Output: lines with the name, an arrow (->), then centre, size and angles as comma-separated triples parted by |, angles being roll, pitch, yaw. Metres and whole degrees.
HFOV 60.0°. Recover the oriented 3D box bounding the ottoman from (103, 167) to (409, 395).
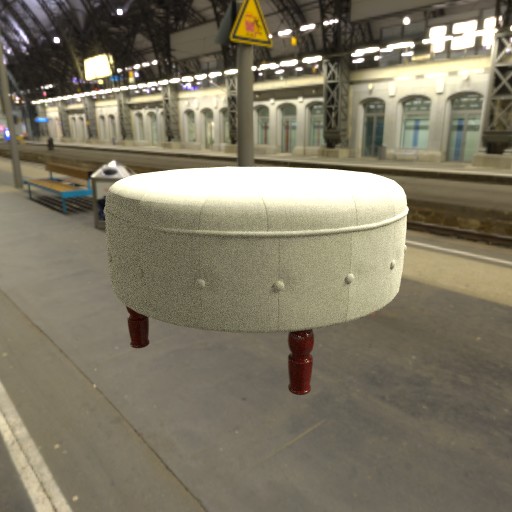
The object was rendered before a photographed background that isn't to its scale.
ottoman -> 0.000, 0.000, 1.344 | 0.850, 0.483, 0.850 | 0, 16, 0
